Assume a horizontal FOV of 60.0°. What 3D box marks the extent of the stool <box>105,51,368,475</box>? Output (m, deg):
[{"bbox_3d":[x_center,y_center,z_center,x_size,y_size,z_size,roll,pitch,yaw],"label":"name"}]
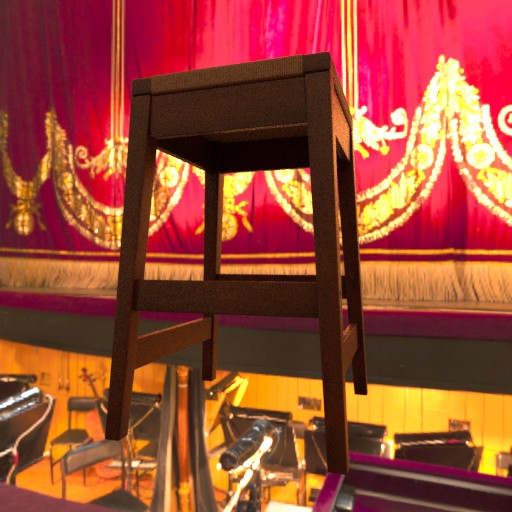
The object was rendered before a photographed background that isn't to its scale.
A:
[{"bbox_3d":[0.000,0.000,1.086,0.497,0.762,0.507,0,-1,18],"label":"stool"}]
